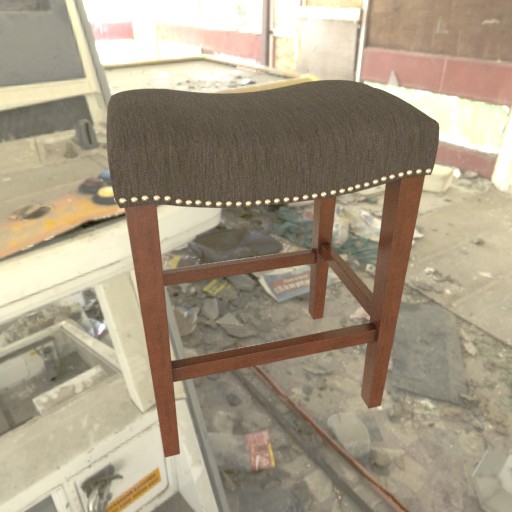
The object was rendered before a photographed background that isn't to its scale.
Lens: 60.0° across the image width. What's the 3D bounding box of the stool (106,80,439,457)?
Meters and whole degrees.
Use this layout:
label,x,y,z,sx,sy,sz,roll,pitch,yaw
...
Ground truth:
label,x,y,z,sx,sy,sz,roll,pitch,yaw
stool,0.000,0.000,0.923,0.504,0.654,0.372,-8,31,-13
